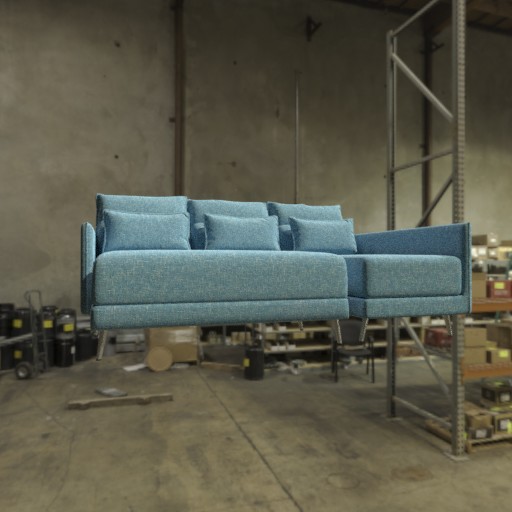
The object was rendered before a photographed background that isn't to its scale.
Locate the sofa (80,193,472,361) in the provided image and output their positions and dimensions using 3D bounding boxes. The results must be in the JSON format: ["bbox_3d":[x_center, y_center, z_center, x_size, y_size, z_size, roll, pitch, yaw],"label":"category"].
[{"bbox_3d":[0.000,0.000,2.763,2.034,0.899,1.420,0,-1,-18],"label":"sofa"}]
